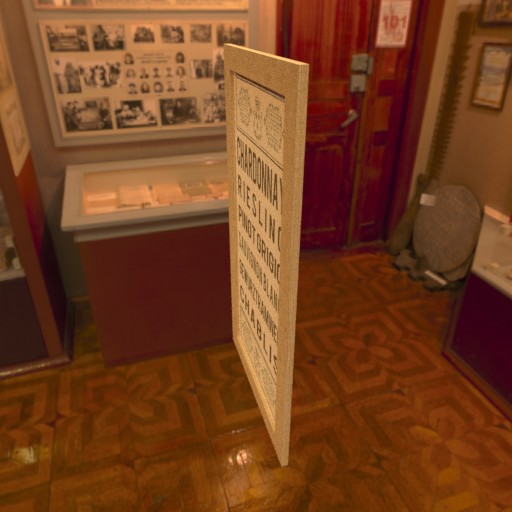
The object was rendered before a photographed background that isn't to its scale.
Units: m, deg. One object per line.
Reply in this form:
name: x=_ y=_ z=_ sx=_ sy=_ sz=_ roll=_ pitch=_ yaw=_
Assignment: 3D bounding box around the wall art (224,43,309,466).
wall art: x=0.000 y=0.000 z=0.814 sx=0.013 sy=0.683 sz=0.381 roll=-8 pitch=30 yaw=-14
